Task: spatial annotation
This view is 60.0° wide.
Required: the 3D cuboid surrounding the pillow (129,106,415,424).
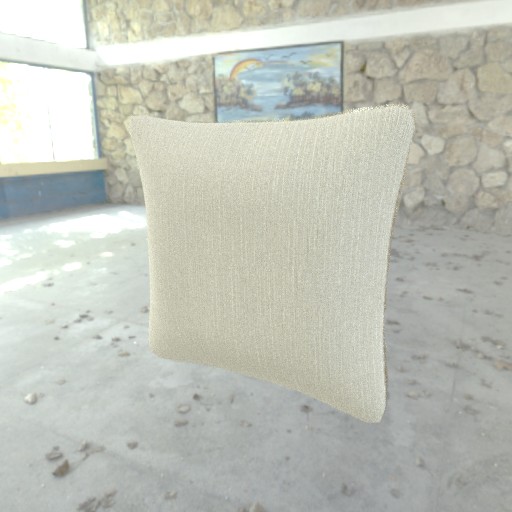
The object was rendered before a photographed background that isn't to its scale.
[{"bbox_3d":[0.000,0.000,0.831,0.538,0.525,0.216,8,17,27],"label":"pillow"}]
